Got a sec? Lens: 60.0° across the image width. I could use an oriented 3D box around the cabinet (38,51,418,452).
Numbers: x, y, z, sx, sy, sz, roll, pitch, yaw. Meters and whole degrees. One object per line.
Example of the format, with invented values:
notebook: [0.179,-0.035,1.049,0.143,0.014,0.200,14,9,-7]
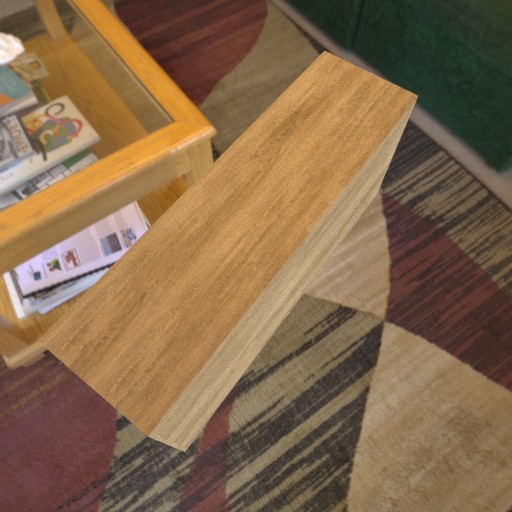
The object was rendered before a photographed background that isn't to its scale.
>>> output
cabinet: [0.000,0.000,1.955,0.450,0.870,1.600,34,68,16]
